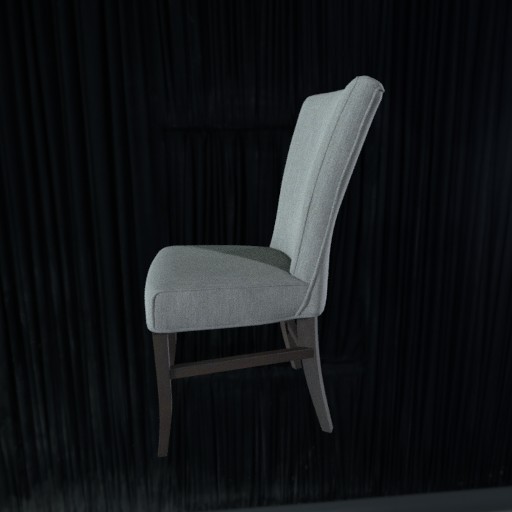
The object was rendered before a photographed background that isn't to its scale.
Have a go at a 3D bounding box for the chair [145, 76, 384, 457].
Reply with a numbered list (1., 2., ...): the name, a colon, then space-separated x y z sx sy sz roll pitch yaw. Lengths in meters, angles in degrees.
1. chair: 0.000 0.000 1.371 0.660 0.991 0.520 -2 14 -8
